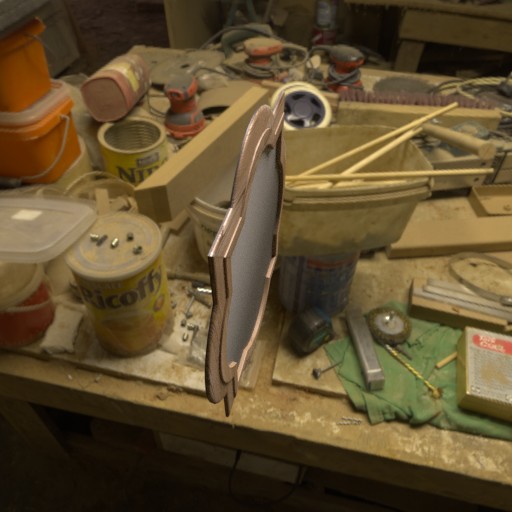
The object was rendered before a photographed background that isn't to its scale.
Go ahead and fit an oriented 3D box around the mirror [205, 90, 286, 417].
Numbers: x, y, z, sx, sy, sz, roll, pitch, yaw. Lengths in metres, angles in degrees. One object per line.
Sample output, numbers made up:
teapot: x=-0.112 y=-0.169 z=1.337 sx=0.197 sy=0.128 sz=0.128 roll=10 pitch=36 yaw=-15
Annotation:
mirror: x=0.000 y=0.000 z=1.034 sx=0.019 sy=0.686 sz=0.686 roll=10 pitch=47 yaw=10
